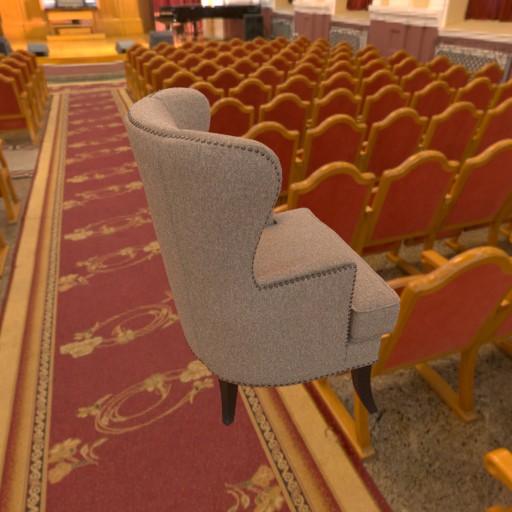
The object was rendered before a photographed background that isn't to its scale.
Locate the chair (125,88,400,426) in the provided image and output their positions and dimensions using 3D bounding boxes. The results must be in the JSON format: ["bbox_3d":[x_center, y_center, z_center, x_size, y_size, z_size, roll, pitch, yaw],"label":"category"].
[{"bbox_3d":[0.000,0.000,1.582,0.758,1.060,0.759,-10,32,-16],"label":"chair"}]
